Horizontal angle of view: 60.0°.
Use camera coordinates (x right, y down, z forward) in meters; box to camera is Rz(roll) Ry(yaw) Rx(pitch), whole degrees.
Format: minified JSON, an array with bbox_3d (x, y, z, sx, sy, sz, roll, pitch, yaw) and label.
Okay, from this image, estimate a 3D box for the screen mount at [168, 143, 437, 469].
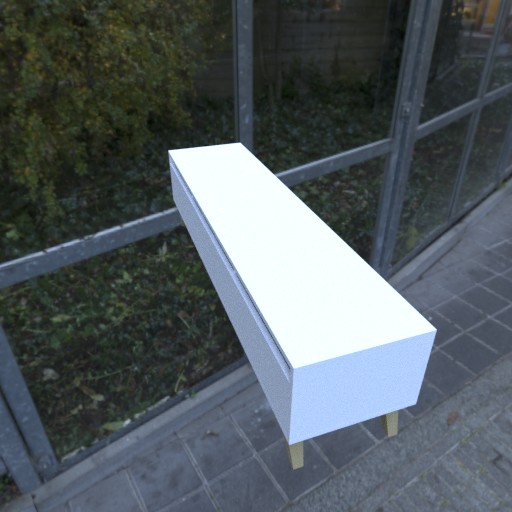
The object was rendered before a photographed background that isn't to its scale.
[{"bbox_3d":[0.000,0.000,1.850,0.399,0.432,1.644,-11,33,-17],"label":"screen mount"}]
